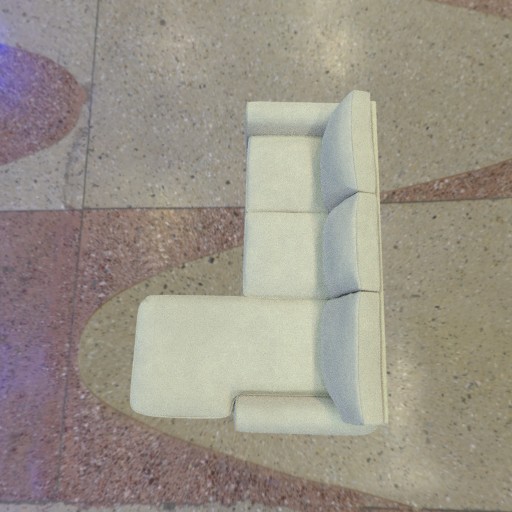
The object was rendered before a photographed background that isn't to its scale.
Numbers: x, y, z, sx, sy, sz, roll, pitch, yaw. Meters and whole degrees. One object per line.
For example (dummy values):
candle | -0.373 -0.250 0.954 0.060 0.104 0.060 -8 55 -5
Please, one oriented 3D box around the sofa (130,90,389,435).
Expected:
sofa | 0.000 0.000 2.386 1.226 0.734 1.770 2 77 0
